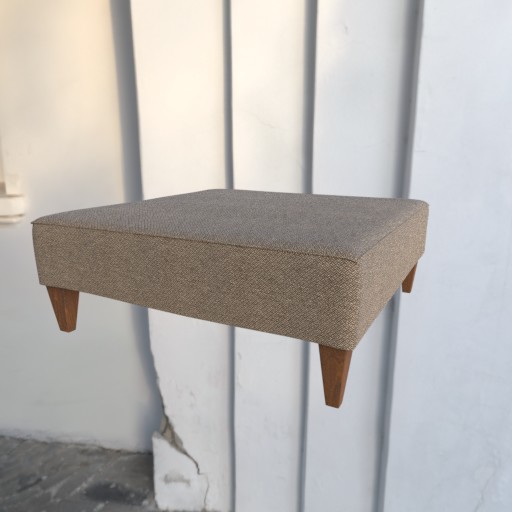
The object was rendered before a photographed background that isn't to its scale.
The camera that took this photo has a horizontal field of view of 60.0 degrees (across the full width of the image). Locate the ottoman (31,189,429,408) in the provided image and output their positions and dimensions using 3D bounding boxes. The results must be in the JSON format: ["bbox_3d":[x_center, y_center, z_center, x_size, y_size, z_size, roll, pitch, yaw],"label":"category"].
[{"bbox_3d":[0.000,0.000,1.500,0.970,0.378,0.981,7,16,27],"label":"ottoman"}]
